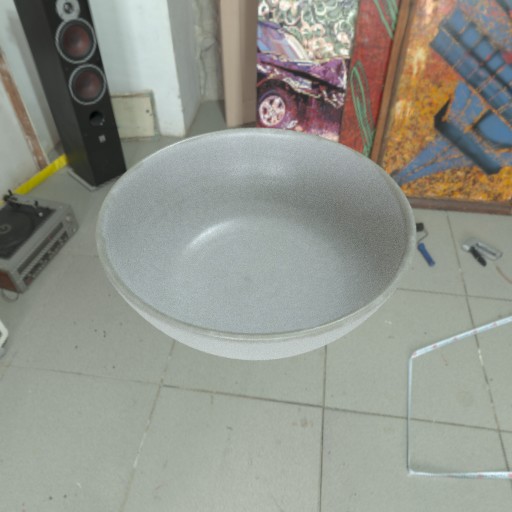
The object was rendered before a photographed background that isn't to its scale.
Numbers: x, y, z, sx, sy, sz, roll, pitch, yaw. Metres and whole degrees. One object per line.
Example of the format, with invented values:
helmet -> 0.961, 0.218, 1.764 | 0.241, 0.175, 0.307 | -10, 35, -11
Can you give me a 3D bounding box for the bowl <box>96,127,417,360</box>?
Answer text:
bowl -> 0.000, 0.000, 0.423 | 0.268, 0.121, 0.268 | 0, 46, 0
